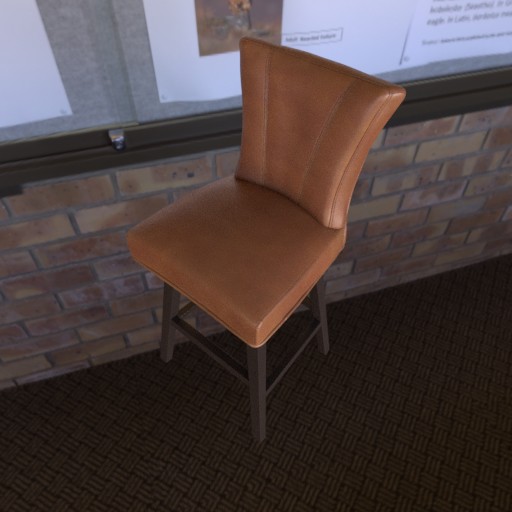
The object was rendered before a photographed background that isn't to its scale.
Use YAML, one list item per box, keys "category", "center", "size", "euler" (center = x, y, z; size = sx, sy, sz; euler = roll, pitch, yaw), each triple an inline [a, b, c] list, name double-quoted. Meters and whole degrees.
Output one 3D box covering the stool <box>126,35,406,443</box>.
- category: "stool"
  center: [0.000, 0.000, 1.407]
  size: [0.522, 1.094, 0.585]
  euler: [32, 54, 26]
